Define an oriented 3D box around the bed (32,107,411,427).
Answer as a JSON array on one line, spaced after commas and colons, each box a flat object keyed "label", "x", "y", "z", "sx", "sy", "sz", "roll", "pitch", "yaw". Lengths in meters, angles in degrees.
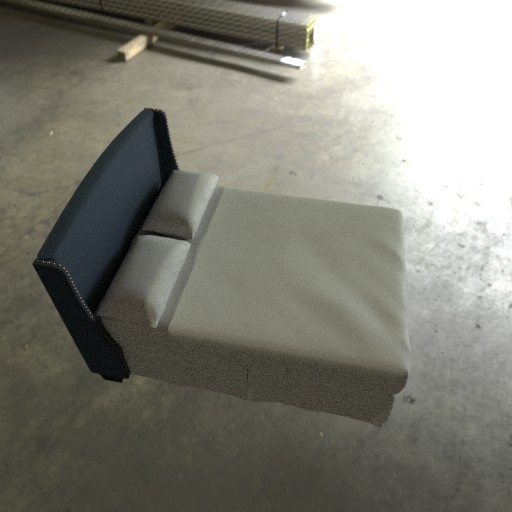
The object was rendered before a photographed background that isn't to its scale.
[{"label": "bed", "x": 0.000, "y": 0.000, "z": 3.301, "sx": 2.237, "sy": 1.407, "sz": 1.710, "roll": 8, "pitch": 48, "yaw": 8}]
